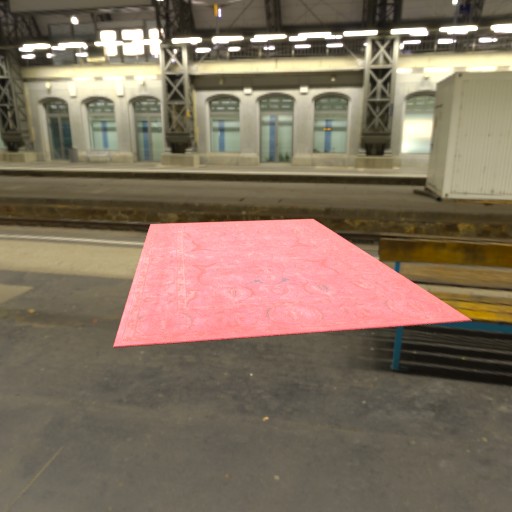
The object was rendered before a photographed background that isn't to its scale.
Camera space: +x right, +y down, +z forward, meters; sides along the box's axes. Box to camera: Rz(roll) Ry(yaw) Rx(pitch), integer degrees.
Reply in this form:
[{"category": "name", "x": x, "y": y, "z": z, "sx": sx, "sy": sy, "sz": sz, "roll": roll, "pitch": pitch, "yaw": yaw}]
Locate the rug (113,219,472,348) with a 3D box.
[{"category": "rug", "x": 0.000, "y": 0.000, "z": 2.992, "sx": 1.534, "sy": 0.010, "sz": 2.423, "roll": -3, "pitch": 16, "yaw": -9}]
